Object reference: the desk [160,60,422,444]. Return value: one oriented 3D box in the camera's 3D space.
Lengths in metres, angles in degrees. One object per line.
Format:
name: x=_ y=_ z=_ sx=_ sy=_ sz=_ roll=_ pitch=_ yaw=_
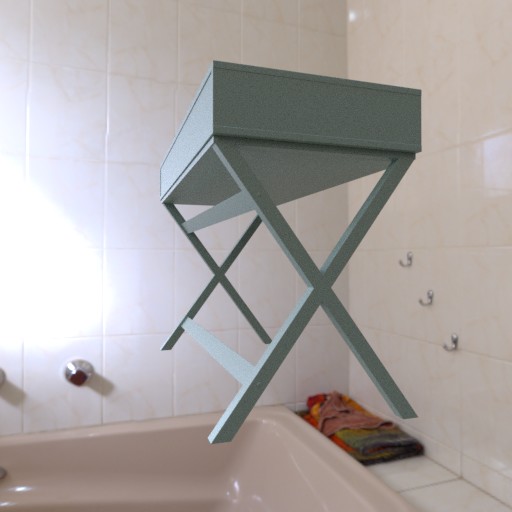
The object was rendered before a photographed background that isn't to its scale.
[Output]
desk: x=0.000 y=0.000 z=1.475 sx=0.525 sy=0.780 sz=1.057 roll=0 pitch=-1 yaw=-18
